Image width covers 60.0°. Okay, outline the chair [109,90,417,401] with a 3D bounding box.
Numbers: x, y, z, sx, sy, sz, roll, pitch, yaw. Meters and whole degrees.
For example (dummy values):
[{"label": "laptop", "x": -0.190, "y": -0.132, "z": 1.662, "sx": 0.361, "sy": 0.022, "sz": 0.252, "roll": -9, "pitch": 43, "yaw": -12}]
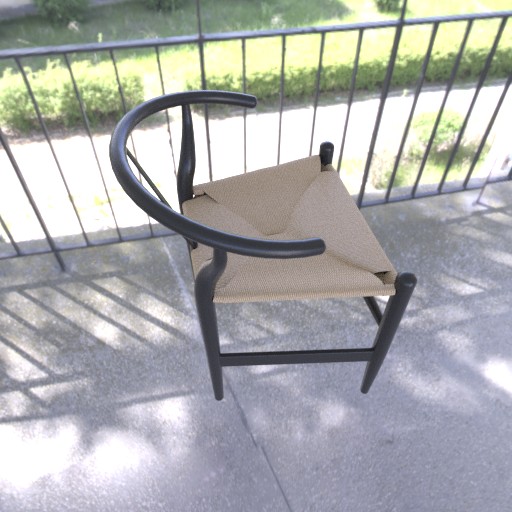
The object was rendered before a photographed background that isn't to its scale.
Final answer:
[{"label": "chair", "x": 0.000, "y": 0.000, "z": 1.141, "sx": 0.570, "sy": 0.739, "sz": 0.570, "roll": -9, "pitch": 48, "yaw": -9}]
